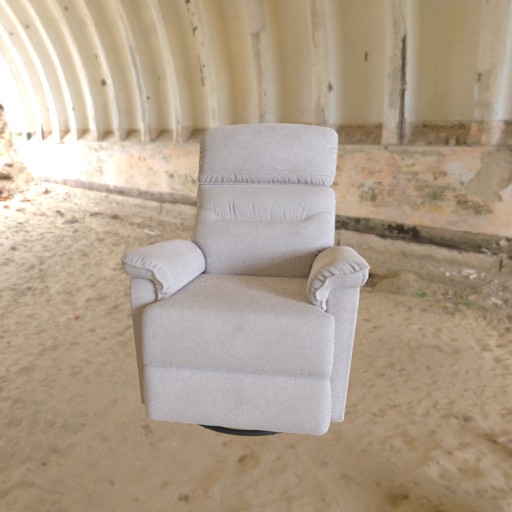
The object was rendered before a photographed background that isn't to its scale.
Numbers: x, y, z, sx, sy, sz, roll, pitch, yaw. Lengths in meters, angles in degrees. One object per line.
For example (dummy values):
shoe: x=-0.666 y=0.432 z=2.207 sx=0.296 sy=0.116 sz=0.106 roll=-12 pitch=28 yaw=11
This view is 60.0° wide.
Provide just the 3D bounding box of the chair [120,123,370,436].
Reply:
chair: x=0.000 y=0.000 z=1.781 sx=0.820 sy=1.039 sz=1.001 roll=2 pitch=16 yaw=8
